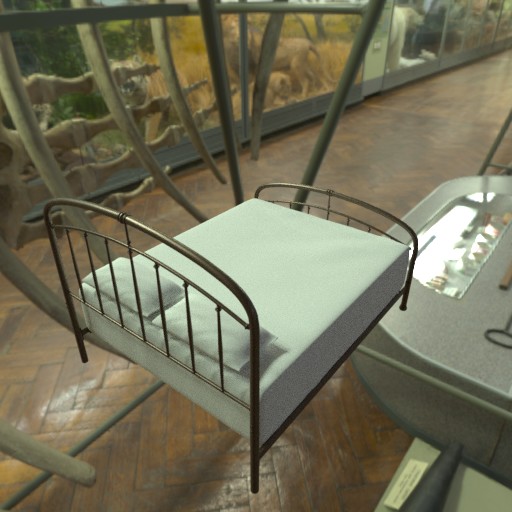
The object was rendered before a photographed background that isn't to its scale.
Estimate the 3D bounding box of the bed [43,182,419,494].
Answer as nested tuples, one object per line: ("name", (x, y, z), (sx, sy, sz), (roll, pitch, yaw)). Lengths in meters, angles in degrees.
("bed", (0.000, 0.000, 3.269), (1.711, 1.475, 2.168), (22, 37, 32))
